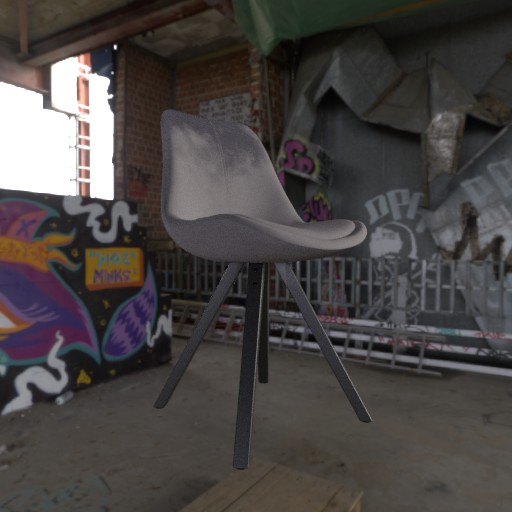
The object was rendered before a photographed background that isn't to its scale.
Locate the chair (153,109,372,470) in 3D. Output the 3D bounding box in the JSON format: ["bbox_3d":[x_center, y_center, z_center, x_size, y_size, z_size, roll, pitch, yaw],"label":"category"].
[{"bbox_3d":[0.000,0.000,1.183,0.476,0.850,0.550,-1,2,-37],"label":"chair"}]
